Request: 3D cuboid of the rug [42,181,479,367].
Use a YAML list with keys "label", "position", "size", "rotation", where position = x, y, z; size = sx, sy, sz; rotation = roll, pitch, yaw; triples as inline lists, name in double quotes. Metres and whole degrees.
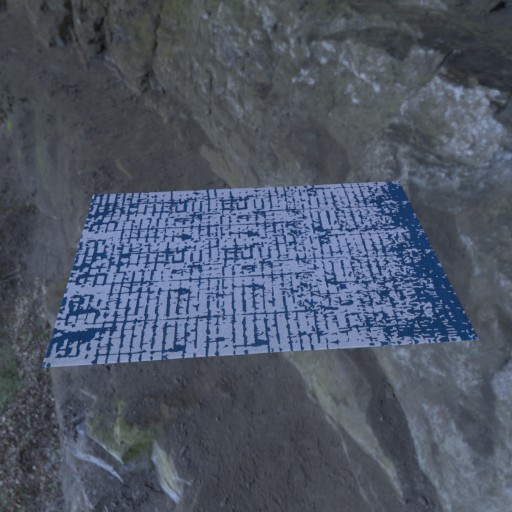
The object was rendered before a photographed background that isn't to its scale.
- label: "rug"
  position: [0.000, 0.000, 2.990]
  size: [2.435, 0.011, 1.517]
  rotation: [-3, 46, -3]
